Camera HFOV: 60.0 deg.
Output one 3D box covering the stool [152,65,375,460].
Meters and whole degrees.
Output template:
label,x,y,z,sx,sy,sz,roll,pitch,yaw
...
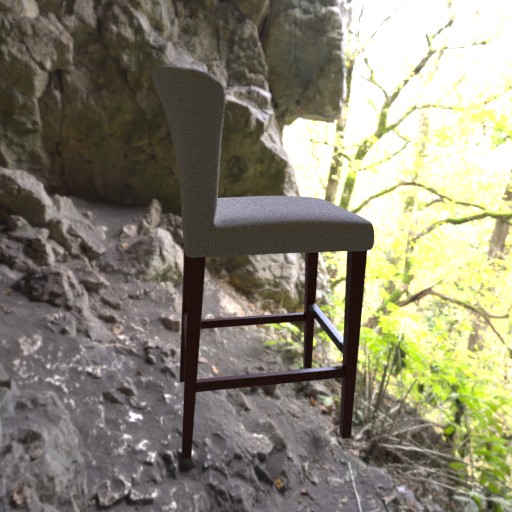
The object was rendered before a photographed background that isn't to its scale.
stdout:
label,x,y,z,sx,sy,sz,roll,pitch,yaw
stool,0.000,0.000,1.379,0.568,1.069,0.481,-3,16,-10
